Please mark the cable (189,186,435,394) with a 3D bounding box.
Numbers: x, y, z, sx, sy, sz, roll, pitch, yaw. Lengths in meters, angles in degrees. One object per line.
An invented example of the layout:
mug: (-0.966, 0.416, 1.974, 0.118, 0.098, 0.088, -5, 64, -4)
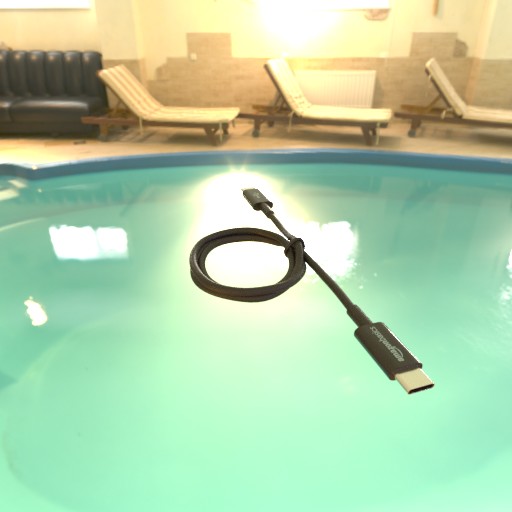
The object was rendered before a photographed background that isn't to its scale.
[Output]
cable: (0.000, 0.000, 0.229, 0.070, 0.014, 0.203, -9, 31, -16)
